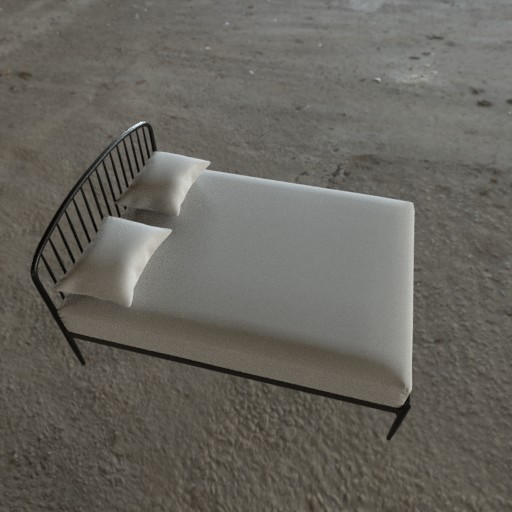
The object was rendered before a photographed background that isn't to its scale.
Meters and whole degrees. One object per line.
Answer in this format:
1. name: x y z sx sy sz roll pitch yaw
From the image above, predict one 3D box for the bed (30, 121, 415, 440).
1. bed: 0.000 0.000 3.055 2.159 1.166 1.618 11 48 10
